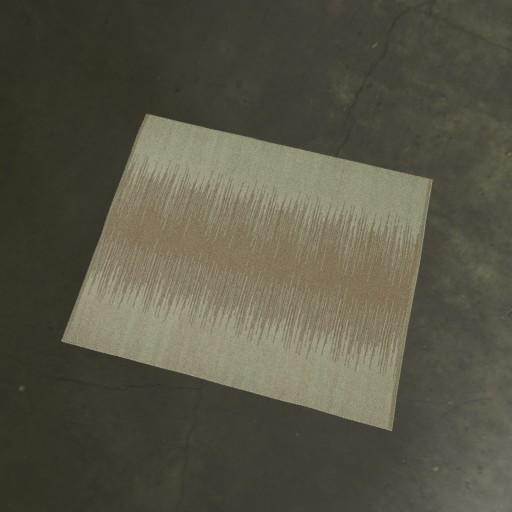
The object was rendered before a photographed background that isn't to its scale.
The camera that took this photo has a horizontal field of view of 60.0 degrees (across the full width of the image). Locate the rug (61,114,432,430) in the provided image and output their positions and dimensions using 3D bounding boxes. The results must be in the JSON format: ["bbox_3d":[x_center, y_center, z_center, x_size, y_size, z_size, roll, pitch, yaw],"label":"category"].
[{"bbox_3d":[0.000,0.000,4.238,3.048,0.013,2.438,14,74,4],"label":"rug"}]
